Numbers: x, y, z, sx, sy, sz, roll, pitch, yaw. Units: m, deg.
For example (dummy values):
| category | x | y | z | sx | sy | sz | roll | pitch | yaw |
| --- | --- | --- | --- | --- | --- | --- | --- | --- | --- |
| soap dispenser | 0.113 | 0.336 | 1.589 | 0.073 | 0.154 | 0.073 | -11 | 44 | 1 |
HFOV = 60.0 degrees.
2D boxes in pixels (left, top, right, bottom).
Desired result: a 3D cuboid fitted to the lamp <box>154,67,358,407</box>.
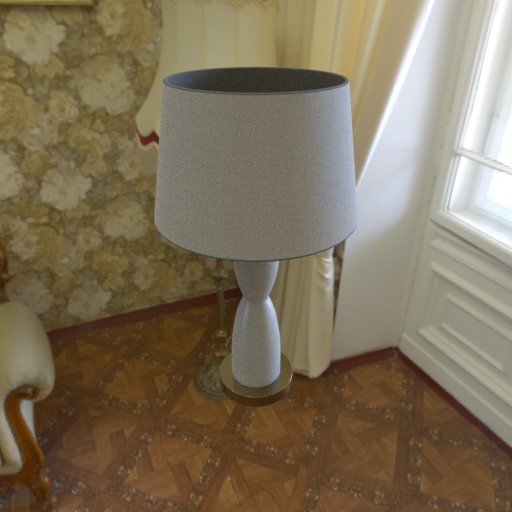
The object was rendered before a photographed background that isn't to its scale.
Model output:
| category | x | y | z | sx | sy | sz | roll | pitch | yaw |
| --- | --- | --- | --- | --- | --- | --- | --- | --- | --- |
| lamp | 0.000 | 0.000 | 0.724 | 0.309 | 0.545 | 0.309 | 0 | 29 | 0 |
